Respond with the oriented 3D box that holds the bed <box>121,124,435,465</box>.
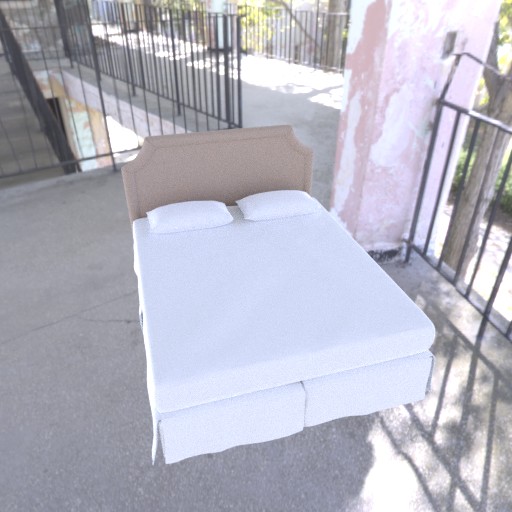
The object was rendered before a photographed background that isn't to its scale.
[{"bbox_3d":[0.000,0.000,4.155,2.350,1.590,2.773,-9,34,-14],"label":"bed"}]
